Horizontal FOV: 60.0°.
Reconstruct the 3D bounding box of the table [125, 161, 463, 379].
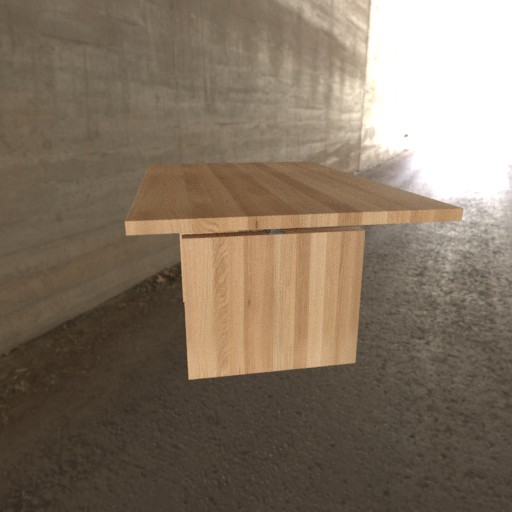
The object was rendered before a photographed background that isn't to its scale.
[{"bbox_3d":[0.000,0.000,1.478,0.700,0.510,1.100,-3,17,-10],"label":"table"}]
